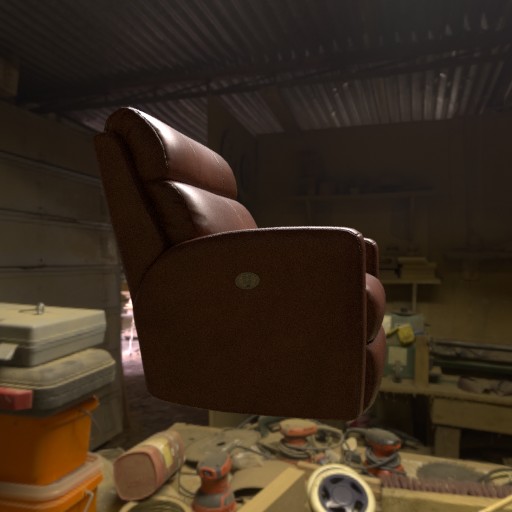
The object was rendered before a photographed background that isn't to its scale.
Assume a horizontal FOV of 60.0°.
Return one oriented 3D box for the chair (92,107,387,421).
[{"bbox_3d":[0.000,0.000,1.676,0.939,1.016,0.787,0,0,18],"label":"chair"}]
